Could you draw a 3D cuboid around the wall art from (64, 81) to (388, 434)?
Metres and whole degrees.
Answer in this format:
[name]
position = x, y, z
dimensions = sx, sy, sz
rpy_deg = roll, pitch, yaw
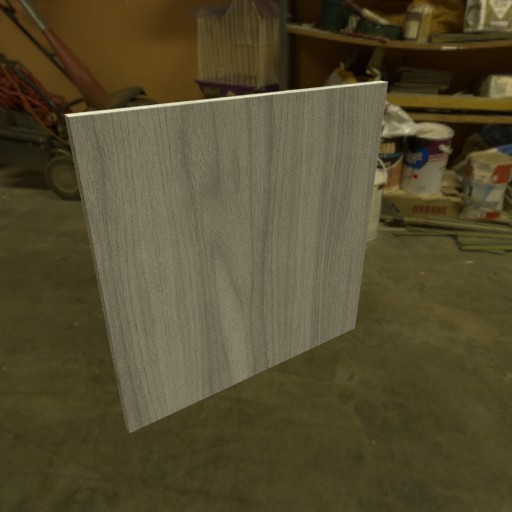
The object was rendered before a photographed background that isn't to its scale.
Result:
[wall art]
position = 0.000, 0.000, 0.734
dimensions = 0.508, 0.507, 0.016
rpy_deg = -17, 33, -29
